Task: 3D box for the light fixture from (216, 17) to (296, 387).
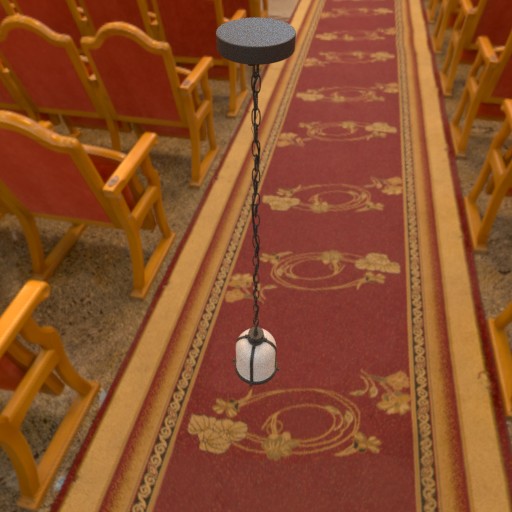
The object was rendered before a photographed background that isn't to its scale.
[{"bbox_3d":[0.000,0.000,1.233,0.178,1.181,0.178,9,47,9],"label":"light fixture"}]
